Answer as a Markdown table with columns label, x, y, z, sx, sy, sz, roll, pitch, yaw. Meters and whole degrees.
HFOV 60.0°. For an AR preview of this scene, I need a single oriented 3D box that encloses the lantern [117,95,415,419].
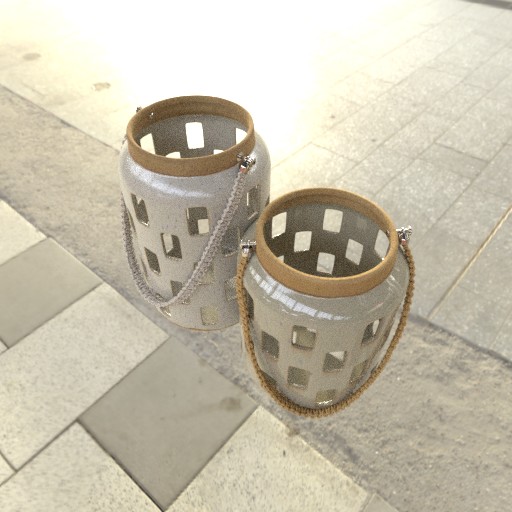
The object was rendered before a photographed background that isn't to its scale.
| label | x | y | z | sx | sy | sz | roll | pitch | yaw |
| --- | --- | --- | --- | --- | --- | --- | --- | --- | --- |
| lantern | 0.000 | 0.000 | 0.496 | 0.347 | 0.255 | 0.184 | 30 | 53 | 25 |
